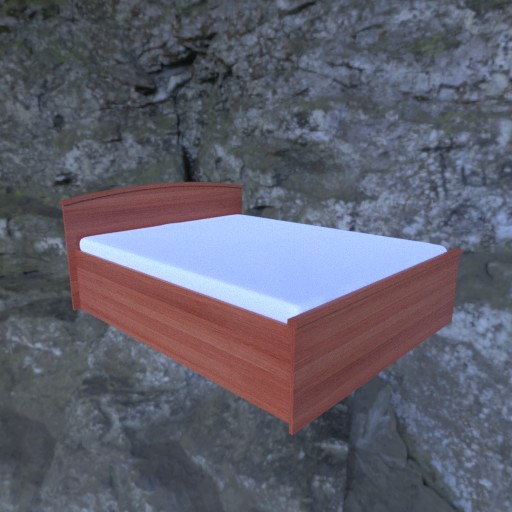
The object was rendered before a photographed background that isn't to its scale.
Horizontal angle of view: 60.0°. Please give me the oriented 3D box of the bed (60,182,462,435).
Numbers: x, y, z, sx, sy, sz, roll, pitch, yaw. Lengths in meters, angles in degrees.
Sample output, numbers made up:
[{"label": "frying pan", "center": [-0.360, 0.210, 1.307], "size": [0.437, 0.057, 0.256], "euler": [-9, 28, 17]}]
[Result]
[{"label": "bed", "center": [0.000, 0.000, 2.966], "size": [2.053, 0.848, 1.683], "euler": [13, 19, 42]}]
